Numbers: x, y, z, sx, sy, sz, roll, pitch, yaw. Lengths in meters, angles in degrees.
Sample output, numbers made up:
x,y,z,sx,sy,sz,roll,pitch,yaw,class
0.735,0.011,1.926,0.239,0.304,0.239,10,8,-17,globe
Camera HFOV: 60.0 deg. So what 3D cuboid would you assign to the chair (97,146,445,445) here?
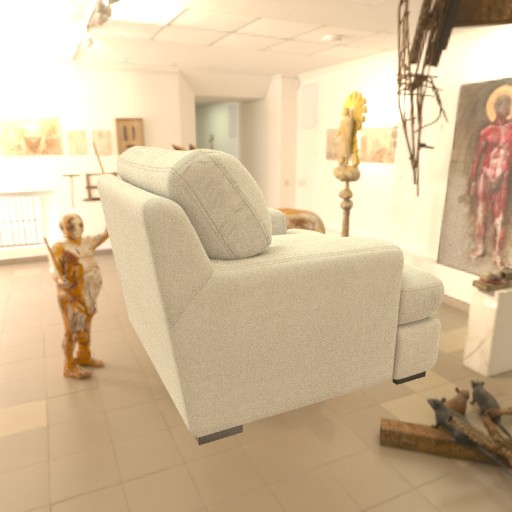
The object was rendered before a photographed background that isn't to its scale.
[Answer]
x,y,z,sx,sy,sz,roll,pitch,yaw,class
0.000,0.000,1.936,1.158,0.930,1.140,-7,16,-25,chair
